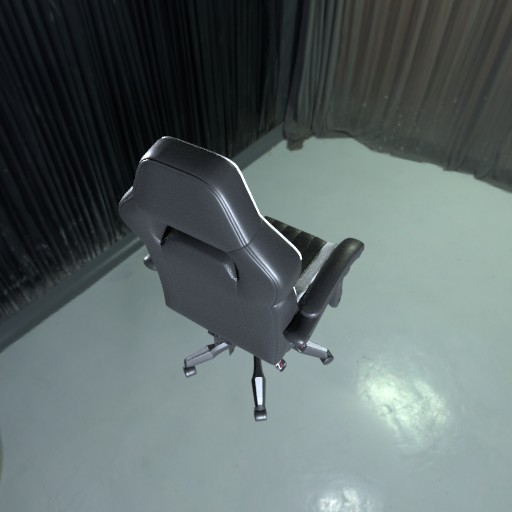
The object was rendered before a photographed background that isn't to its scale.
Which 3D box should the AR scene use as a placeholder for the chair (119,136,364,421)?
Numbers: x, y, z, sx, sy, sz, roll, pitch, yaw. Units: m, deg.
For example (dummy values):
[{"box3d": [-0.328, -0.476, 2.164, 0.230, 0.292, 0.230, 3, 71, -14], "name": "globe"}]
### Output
[{"box3d": [0.000, 0.000, 1.615, 0.676, 1.200, 0.700, 25, 51, 22], "name": "chair"}]
